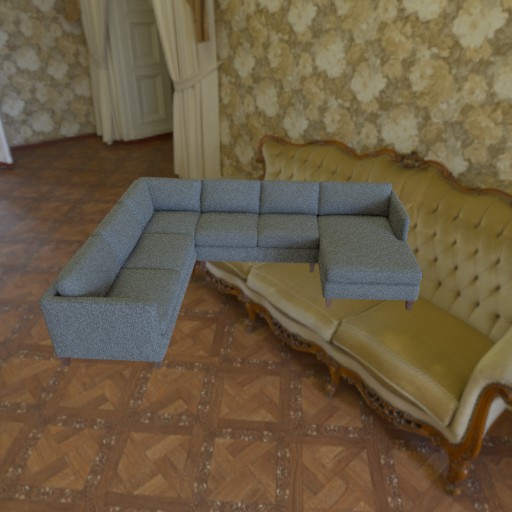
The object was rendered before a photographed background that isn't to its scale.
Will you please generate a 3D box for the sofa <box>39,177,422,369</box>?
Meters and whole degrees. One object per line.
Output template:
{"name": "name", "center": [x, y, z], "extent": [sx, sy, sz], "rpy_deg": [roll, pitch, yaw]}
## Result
{"name": "sofa", "center": [0.000, 0.000, 4.513], "extent": [3.238, 0.853, 2.551], "rpy_deg": [1, 30, 2]}
